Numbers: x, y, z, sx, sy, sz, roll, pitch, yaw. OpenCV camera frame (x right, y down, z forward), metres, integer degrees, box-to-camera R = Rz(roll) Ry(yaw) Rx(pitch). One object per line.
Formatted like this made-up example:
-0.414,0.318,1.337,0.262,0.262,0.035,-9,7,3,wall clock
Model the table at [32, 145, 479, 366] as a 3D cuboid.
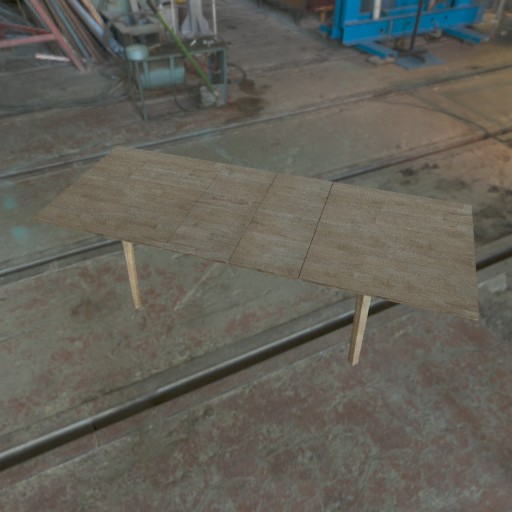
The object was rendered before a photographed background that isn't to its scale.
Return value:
0.000,0.000,3.058,2.603,0.752,1.000,12,43,13,table
